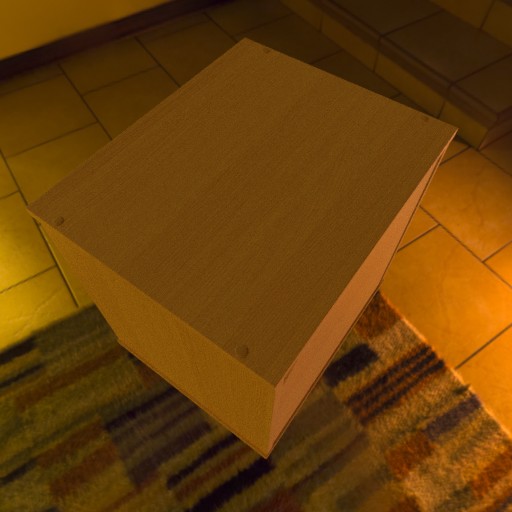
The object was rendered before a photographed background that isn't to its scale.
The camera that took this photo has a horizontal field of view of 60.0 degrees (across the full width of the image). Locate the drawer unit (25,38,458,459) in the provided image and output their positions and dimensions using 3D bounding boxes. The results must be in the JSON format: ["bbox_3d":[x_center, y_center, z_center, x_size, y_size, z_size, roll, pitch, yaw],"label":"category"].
[{"bbox_3d":[0.000,0.000,0.596,0.290,0.344,0.349,32,63,19],"label":"drawer unit"}]
